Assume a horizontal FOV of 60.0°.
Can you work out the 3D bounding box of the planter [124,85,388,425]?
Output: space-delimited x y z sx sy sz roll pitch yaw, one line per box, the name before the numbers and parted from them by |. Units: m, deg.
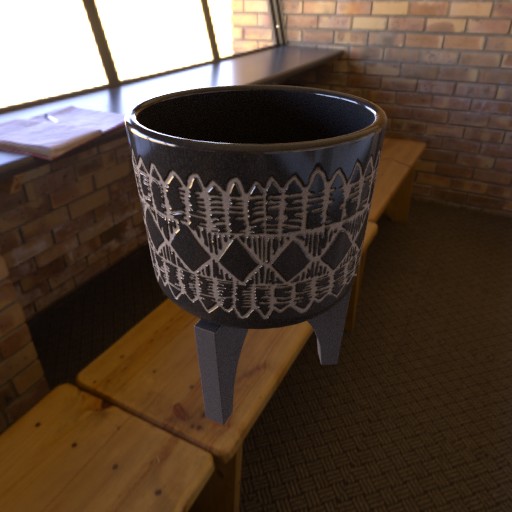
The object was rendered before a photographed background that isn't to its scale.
planter | 0.000 0.000 0.407 0.196 0.264 0.196 -2 31 -3
